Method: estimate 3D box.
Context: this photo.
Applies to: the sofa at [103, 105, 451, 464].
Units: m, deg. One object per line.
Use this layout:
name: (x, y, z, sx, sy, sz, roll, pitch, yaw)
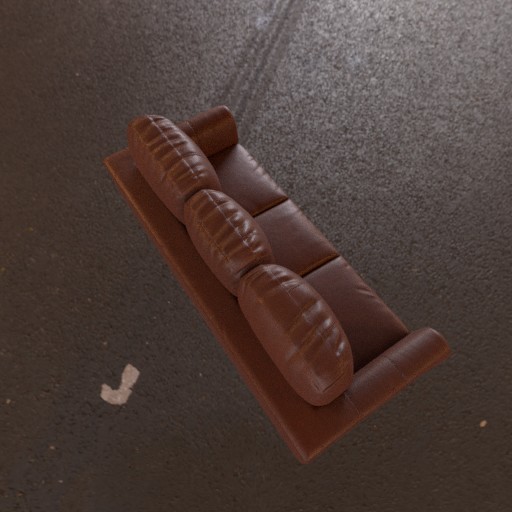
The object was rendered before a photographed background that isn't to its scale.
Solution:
sofa: (0.000, 0.000, 2.275, 0.802, 0.915, 1.862, -30, 64, -17)
